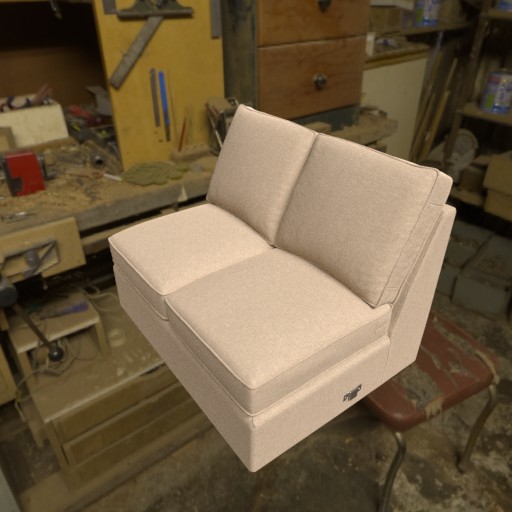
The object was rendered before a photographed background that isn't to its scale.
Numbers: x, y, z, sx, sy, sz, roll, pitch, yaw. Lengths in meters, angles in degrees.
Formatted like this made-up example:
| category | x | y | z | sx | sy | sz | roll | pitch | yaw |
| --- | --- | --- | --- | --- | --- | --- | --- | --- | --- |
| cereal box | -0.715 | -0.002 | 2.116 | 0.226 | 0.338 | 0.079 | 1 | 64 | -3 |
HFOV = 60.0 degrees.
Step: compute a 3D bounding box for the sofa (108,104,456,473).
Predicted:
| category | x | y | z | sx | sy | sz | roll | pitch | yaw |
| --- | --- | --- | --- | --- | --- | --- | --- | --- | --- |
| sofa | 0.000 | 0.000 | 1.982 | 0.951 | 1.008 | 1.237 | -22 | 38 | -30 |
